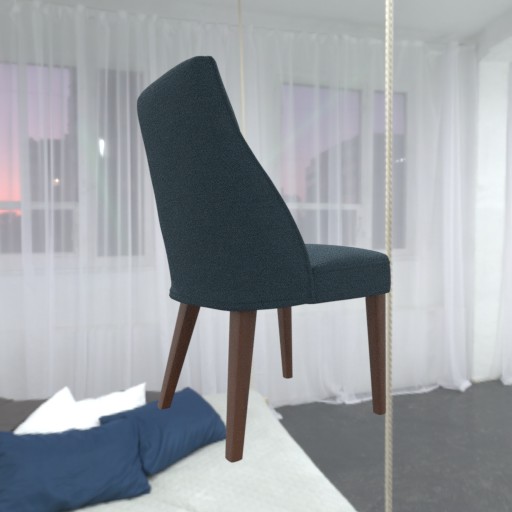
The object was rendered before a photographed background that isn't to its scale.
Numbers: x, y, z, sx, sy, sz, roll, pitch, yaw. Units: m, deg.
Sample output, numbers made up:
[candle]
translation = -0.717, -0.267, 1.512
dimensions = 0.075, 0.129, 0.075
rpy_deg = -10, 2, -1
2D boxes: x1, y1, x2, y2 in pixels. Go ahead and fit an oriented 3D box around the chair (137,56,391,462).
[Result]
[chair]
translation = 0.000, 0.000, 1.294
dimensions = 0.620, 0.930, 0.500
rpy_deg = -1, 2, -35
